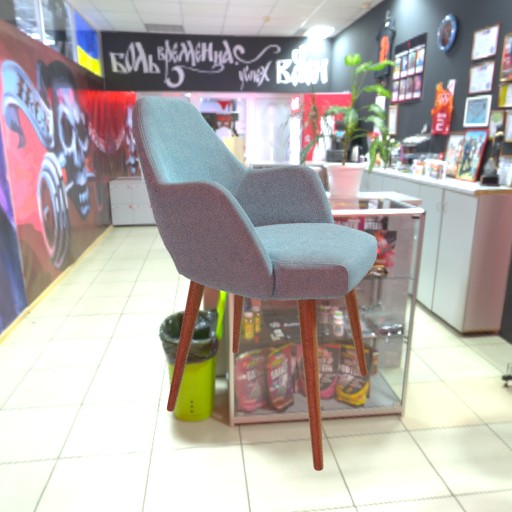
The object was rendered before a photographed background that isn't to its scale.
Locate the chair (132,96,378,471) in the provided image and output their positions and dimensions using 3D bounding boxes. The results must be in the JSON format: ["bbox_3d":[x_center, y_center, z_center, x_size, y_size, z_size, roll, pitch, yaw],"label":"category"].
[{"bbox_3d":[0.000,0.000,1.219,0.610,0.840,0.590,7,17,25],"label":"chair"}]
